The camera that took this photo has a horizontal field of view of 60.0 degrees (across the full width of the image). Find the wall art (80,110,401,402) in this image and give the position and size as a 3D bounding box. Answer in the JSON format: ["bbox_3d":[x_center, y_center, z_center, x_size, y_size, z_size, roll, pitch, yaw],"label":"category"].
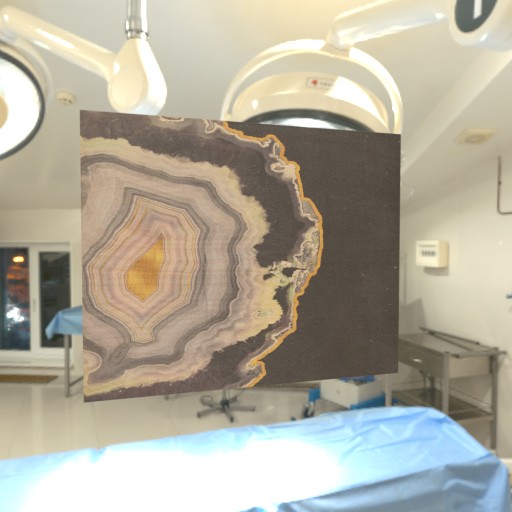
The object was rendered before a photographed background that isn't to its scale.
[{"bbox_3d":[0.000,0.000,0.692,0.508,0.408,0.010,-1,2,-16],"label":"wall art"}]
